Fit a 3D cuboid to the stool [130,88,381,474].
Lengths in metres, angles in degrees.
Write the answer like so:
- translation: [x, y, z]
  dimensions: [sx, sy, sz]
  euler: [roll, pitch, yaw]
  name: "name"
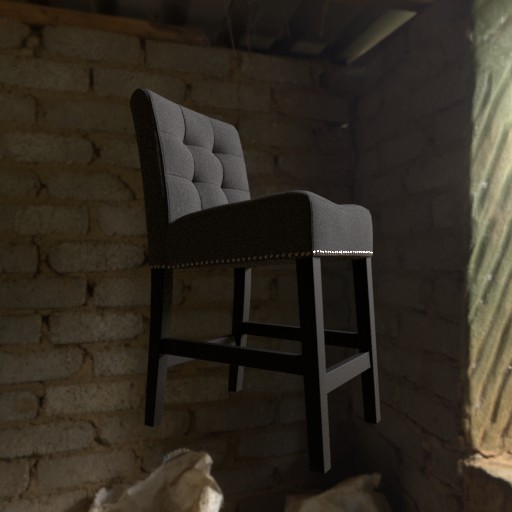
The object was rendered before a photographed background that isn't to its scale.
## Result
- translation: [0.000, 0.000, 1.199]
  dimensions: [0.571, 0.885, 0.427]
  euler: [0, 0, 33]
  name: "stool"
